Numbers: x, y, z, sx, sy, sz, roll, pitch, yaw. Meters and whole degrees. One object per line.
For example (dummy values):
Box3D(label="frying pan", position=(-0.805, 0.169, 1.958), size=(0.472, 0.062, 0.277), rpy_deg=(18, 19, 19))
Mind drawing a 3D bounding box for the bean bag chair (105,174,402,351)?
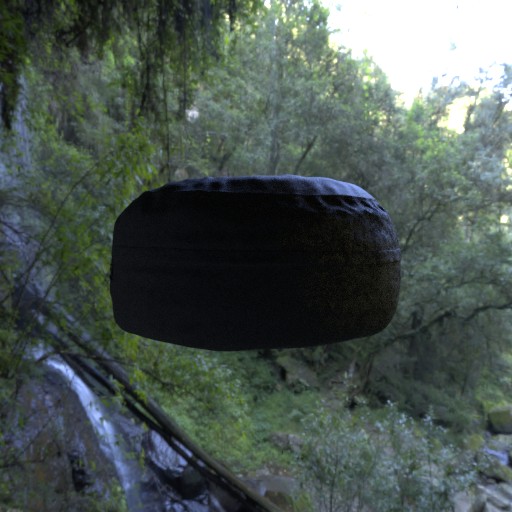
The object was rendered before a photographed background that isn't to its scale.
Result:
Box3D(label="bean bag chair", position=(0.000, 0.000, 2.427), size=(1.525, 0.751, 1.525), rpy_deg=(0, 2, 0))
